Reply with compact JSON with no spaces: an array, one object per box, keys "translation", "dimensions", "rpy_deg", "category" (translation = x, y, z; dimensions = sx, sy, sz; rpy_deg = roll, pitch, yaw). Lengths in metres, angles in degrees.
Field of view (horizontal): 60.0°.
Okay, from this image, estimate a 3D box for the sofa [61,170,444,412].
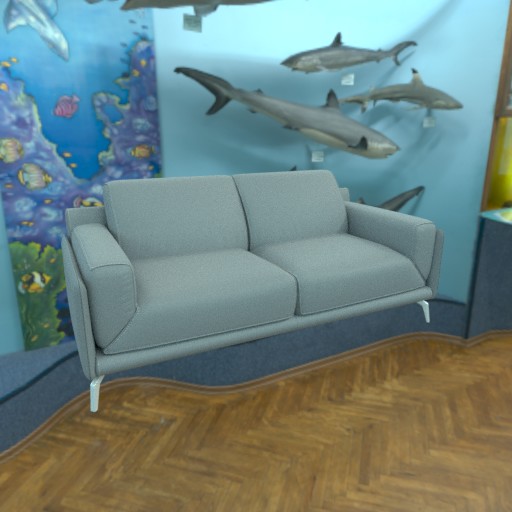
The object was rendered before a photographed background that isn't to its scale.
[{"translation":[0.000,0.000,2.633],"dimensions":[2.100,0.900,0.969],"rpy_deg":[-8,18,-26],"category":"sofa"}]
